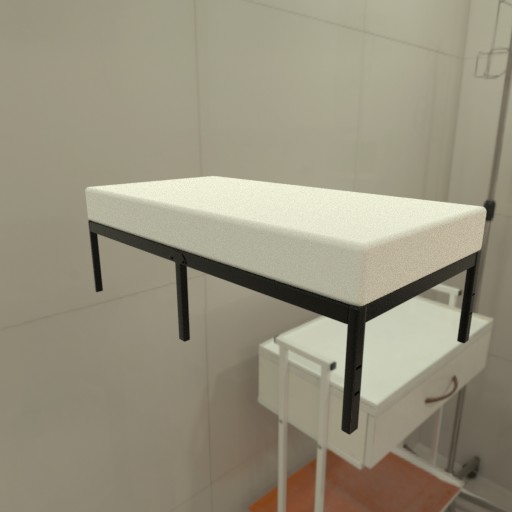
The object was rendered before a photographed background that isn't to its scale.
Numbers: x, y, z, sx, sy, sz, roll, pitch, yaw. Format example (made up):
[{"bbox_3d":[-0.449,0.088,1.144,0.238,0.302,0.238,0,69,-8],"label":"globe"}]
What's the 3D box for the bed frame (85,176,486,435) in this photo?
[{"bbox_3d":[0.000,0.000,2.407,1.023,0.659,1.950,-15,22,-42],"label":"bed frame"}]
